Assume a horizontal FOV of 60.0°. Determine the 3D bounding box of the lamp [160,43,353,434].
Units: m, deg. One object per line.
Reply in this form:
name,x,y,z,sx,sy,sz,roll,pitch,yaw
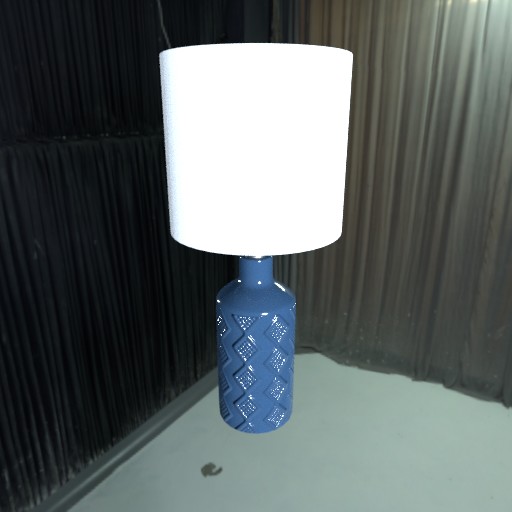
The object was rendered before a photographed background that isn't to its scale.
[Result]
lamp,0.000,0.000,0.558,0.207,0.461,0.207,10,21,26
